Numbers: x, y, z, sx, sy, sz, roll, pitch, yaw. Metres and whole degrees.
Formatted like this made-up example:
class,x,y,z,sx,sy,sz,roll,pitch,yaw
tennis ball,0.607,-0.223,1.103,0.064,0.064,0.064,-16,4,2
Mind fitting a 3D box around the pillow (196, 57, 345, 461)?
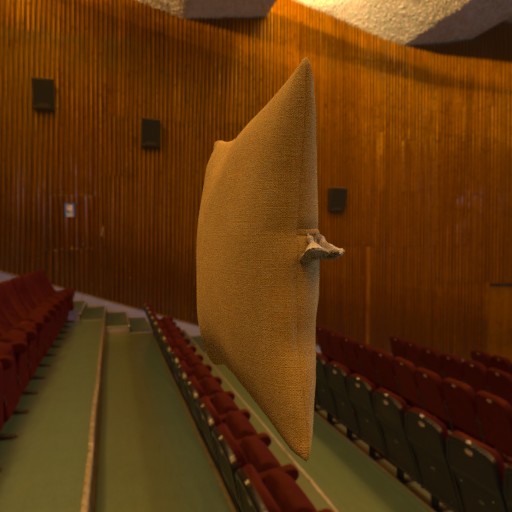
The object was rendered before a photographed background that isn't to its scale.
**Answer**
class,x,y,z,sx,sy,sz,roll,pitch,yaw
pillow,0.000,0.000,0.753,0.167,0.481,0.485,0,1,-19
